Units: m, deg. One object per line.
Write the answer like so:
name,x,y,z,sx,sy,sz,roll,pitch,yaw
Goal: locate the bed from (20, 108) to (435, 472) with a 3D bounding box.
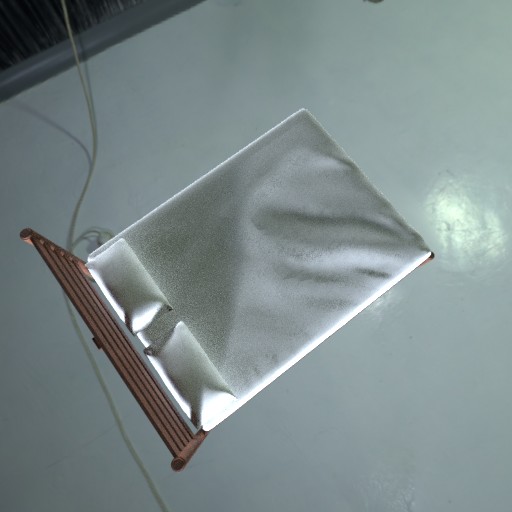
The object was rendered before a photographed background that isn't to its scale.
bed,0.000,0.000,3.023,2.093,1.304,1.509,-36,79,-8
